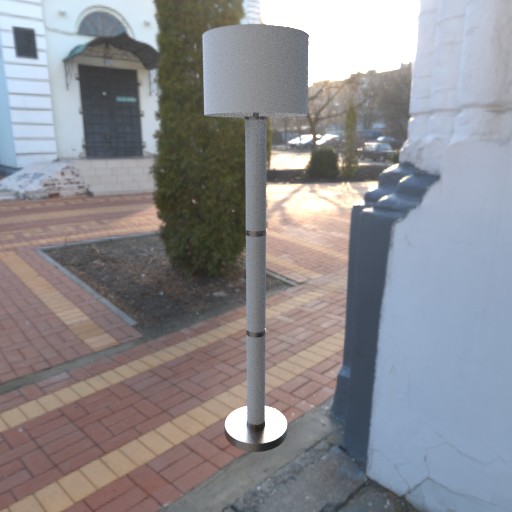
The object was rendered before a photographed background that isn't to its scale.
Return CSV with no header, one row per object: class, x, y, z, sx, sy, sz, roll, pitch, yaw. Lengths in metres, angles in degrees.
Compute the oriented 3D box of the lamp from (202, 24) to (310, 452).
lamp,0.000,0.000,1.758,0.377,1.599,0.377,-8,17,-27
